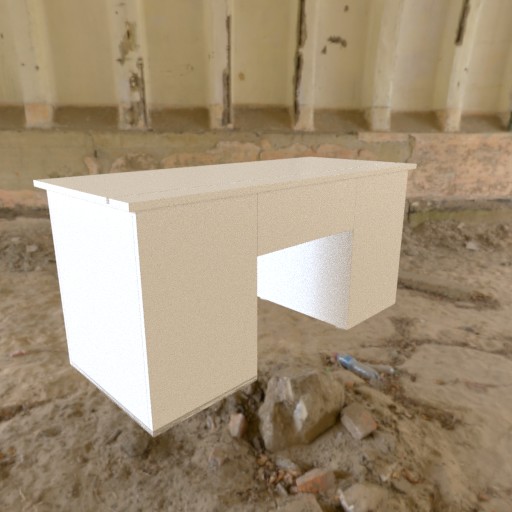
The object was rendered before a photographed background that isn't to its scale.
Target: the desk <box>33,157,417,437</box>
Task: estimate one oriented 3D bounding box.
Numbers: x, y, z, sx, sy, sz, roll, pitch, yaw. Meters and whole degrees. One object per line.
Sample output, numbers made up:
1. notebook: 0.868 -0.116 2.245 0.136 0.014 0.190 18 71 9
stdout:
1. desk: 0.000 0.000 1.999 1.580 0.760 0.670 -16 23 -42
